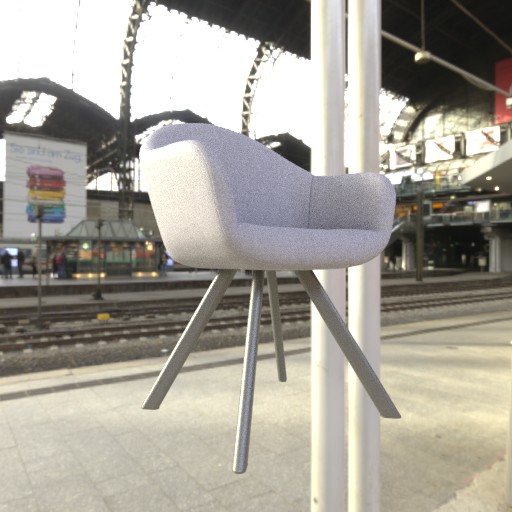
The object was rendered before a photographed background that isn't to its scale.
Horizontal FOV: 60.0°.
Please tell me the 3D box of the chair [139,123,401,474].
[{"bbox_3d":[0.000,0.000,1.167,0.590,0.795,0.550,0,-1,-37],"label":"chair"}]
